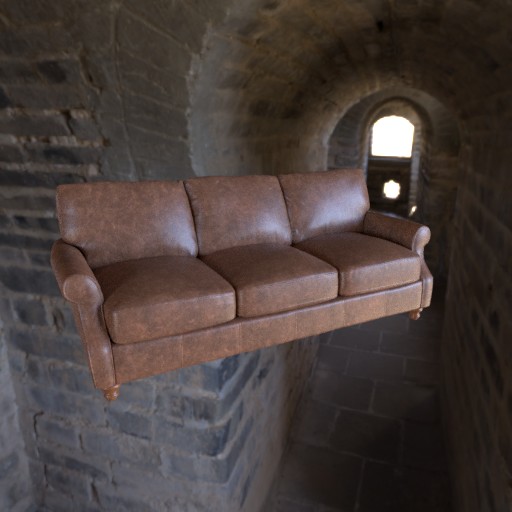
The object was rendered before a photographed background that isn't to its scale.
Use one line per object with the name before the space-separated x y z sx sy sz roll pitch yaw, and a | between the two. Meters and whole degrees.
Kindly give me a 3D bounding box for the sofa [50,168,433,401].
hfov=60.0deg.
sofa | 0.000 0.000 2.816 2.351 0.977 0.973 -8 18 -26
